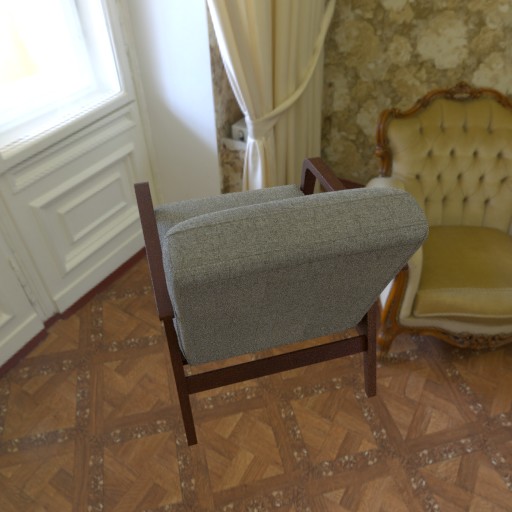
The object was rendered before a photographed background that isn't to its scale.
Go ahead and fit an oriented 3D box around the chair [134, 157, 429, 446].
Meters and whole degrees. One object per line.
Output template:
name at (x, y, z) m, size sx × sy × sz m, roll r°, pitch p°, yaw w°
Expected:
chair at (0.000, 0.000, 1.474) m, size 0.704 × 0.847 × 0.858 m, roll -11°, pitch 43°, yaw -12°
